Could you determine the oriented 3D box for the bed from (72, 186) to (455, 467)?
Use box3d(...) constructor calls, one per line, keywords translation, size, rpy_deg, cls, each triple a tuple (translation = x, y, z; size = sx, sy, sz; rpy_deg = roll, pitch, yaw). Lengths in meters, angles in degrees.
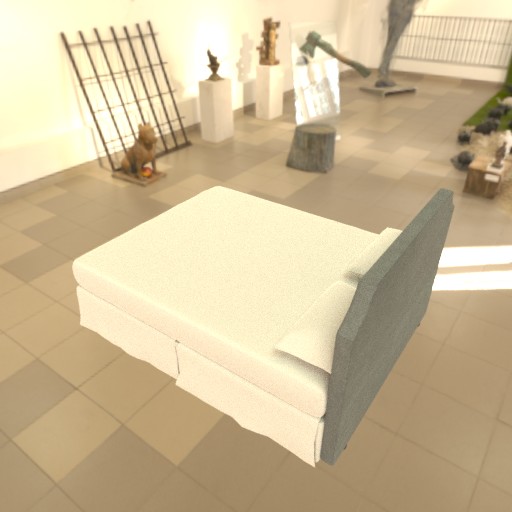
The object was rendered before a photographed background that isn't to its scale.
box3d(translation=(0.000, 0.000, 3.615), size=(2.464, 1.306, 1.977), rpy_deg=(21, 38, 29), cls="bed")
